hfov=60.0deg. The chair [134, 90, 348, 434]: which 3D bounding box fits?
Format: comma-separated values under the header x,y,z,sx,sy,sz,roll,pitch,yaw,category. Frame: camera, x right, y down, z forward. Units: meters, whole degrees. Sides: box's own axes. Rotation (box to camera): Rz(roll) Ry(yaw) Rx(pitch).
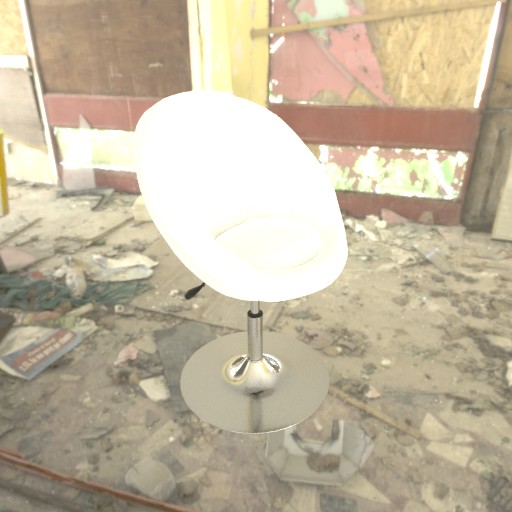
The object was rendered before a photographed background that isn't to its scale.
x,y,z,sx,sy,sz,roll,pitch,yaw,category
0.000,0.000,1.843,0.736,1.261,0.940,18,31,33,chair
